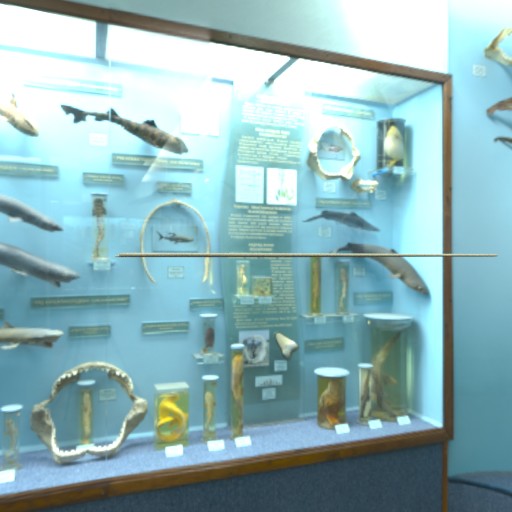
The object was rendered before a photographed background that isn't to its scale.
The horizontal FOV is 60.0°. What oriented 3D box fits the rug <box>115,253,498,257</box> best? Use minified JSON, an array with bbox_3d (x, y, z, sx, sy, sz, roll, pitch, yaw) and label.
[{"bbox_3d":[0.000,0.000,4.060,2.462,0.018,3.039,0,0,-18],"label":"rug"}]
